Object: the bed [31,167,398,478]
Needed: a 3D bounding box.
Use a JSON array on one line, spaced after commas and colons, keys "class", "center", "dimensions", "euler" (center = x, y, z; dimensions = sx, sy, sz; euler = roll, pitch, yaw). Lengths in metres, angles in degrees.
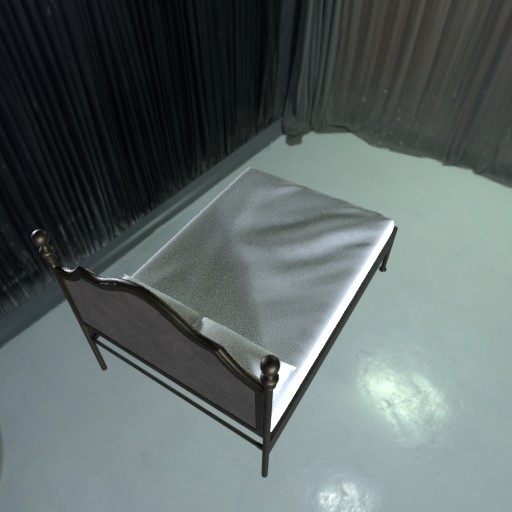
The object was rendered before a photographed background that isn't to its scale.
[{"class": "bed", "center": [0.000, 0.000, 3.231], "dimensions": [1.533, 1.462, 2.170], "euler": [25, 52, 21]}]
